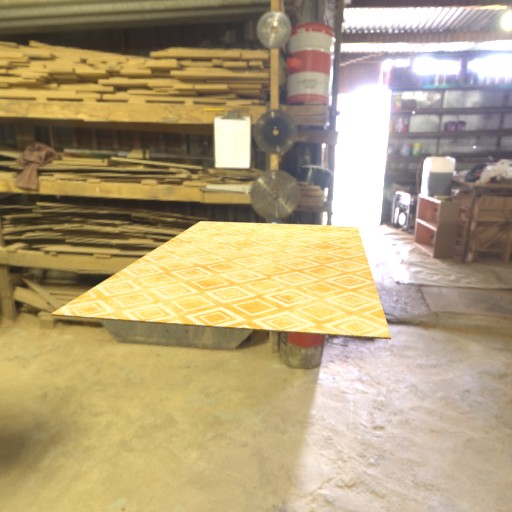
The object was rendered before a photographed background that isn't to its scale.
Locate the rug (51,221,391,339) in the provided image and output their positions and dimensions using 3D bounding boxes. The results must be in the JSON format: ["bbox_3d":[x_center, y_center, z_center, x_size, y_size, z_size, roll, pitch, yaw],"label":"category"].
[{"bbox_3d":[0.000,0.000,3.058,1.511,0.010,2.424,2,15,9],"label":"rug"}]
